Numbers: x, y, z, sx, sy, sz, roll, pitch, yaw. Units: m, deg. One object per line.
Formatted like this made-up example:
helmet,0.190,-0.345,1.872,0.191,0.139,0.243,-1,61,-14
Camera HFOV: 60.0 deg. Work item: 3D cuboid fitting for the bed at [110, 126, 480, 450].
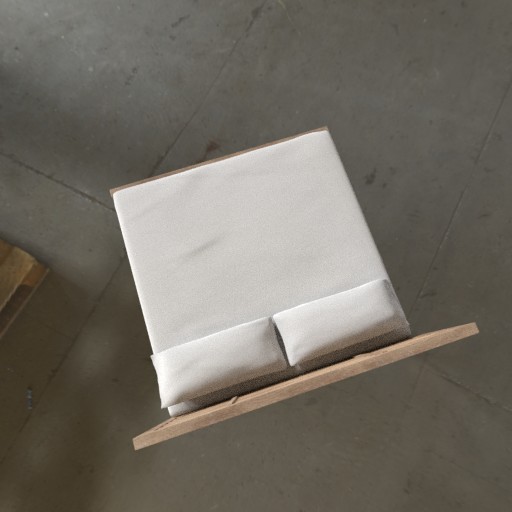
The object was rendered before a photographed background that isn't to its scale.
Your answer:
bed,0.000,0.000,3.490,2.032,1.626,2.062,-17,76,-4
